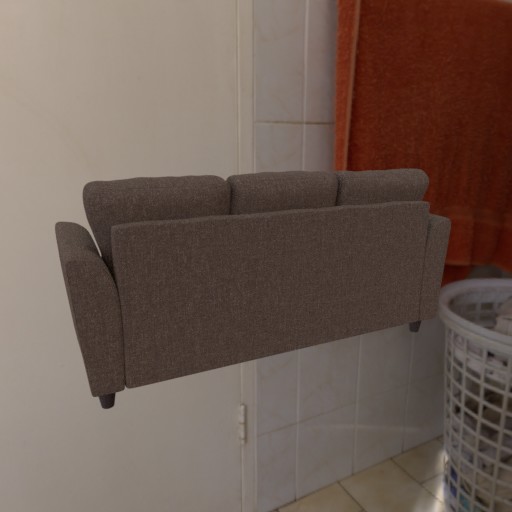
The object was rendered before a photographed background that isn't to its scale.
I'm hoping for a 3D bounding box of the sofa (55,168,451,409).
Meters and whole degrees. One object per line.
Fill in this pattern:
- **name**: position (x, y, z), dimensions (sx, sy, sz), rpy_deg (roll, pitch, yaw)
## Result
- **sofa**: position (0.000, 0.000, 2.292), dimensions (1.847, 0.891, 0.837), rpy_deg (-7, 16, -25)
